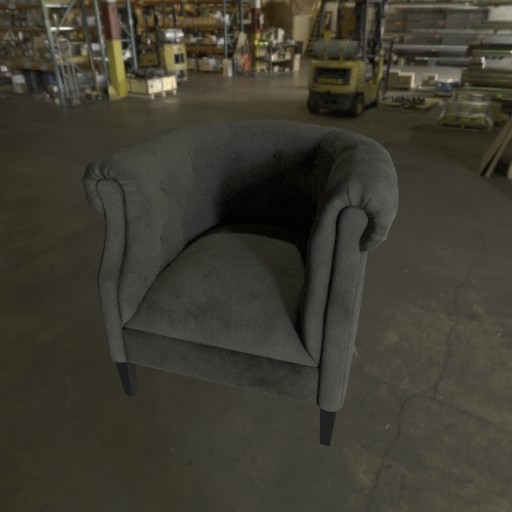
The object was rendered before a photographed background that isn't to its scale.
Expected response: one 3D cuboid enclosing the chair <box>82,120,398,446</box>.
[{"bbox_3d":[0.000,0.000,1.597,0.904,0.826,0.851,8,29,15],"label":"chair"}]
